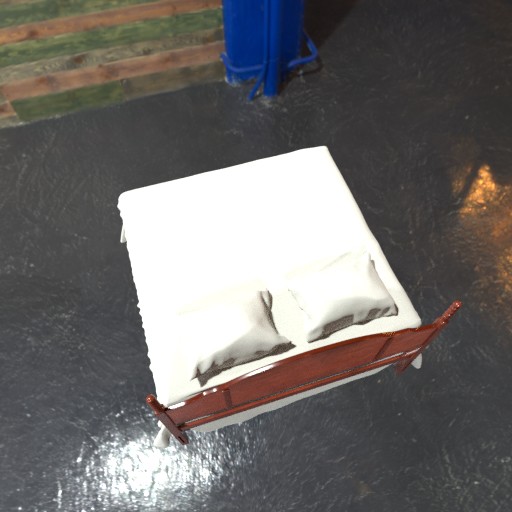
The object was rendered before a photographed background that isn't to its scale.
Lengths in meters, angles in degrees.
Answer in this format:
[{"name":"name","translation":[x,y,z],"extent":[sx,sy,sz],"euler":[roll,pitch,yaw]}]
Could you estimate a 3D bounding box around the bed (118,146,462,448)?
[{"name":"bed","translation":[0.000,0.000,3.607],"extent":[2.322,1.355,2.219],"euler":[-15,60,-9]}]
